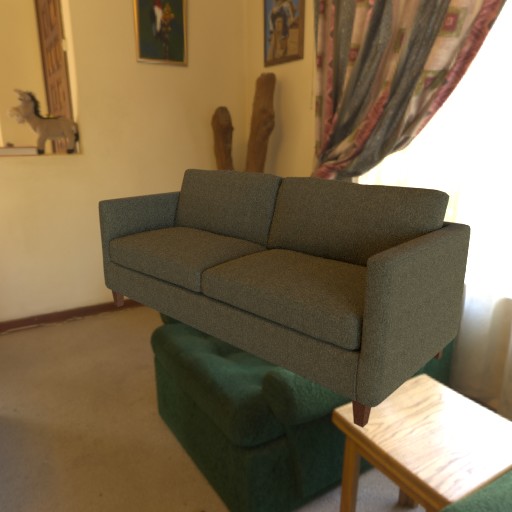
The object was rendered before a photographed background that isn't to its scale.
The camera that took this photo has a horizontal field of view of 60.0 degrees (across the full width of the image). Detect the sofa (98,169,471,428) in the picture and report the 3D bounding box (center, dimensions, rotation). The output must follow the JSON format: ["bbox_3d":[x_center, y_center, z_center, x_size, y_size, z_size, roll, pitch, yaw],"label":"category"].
[{"bbox_3d":[0.000,0.000,2.746,2.208,0.965,0.948,14,21,41],"label":"sofa"}]
